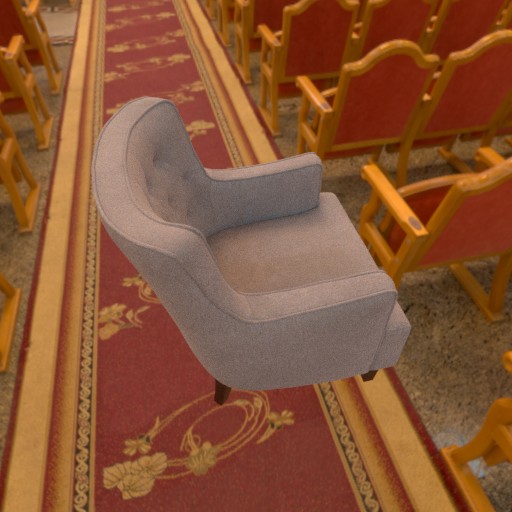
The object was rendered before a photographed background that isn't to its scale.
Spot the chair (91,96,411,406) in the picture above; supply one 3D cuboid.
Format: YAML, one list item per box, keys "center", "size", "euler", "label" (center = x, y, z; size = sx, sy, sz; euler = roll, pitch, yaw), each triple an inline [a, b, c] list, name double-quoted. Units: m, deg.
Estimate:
- center: [0.000, 0.000, 1.573]
  size: [0.910, 0.919, 0.781]
  euler: [-9, 46, -9]
  label: "chair"
